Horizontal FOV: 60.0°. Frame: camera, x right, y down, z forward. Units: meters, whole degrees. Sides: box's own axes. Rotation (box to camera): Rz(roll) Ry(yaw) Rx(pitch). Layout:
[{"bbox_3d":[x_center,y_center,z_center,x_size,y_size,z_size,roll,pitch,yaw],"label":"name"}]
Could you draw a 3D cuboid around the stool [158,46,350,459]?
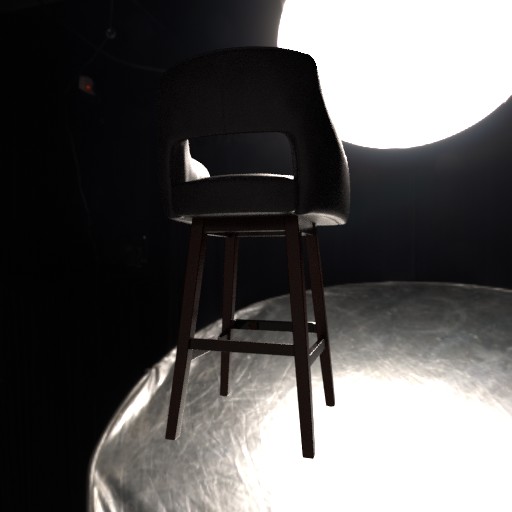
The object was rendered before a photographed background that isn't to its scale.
[{"bbox_3d":[0.000,0.000,1.367,0.550,1.041,0.560,0,0,17],"label":"stool"}]
